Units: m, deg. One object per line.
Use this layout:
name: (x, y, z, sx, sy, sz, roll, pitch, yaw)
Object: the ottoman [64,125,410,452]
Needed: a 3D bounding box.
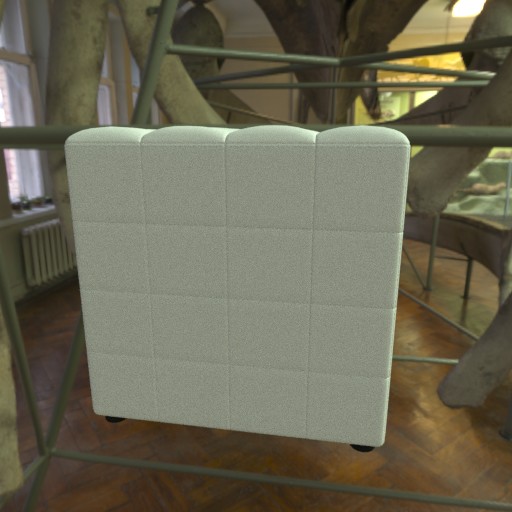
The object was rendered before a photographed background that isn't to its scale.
ottoman: (0.000, 0.000, 0.777, 0.425, 0.432, 0.425, 3, 15, 10)
